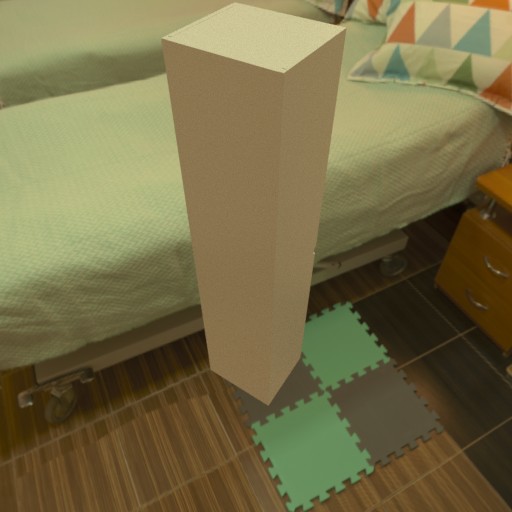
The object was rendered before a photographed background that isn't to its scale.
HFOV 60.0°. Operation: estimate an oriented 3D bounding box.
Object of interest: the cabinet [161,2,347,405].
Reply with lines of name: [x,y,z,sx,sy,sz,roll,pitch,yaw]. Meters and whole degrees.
cabinet: [0.000,0.000,1.461,0.300,1.400,0.269,26,52,22]
